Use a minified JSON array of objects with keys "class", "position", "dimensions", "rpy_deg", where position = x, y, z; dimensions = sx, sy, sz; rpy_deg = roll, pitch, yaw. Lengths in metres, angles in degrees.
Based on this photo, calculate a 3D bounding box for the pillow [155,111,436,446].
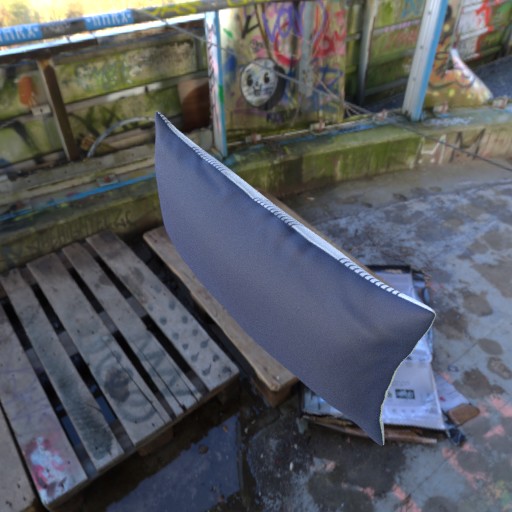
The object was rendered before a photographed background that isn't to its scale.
[{"class":"pillow","position":[0.000,0.000,0.717],"dimensions":[0.151,0.287,0.610],"rpy_deg":[-26,48,-26]}]
